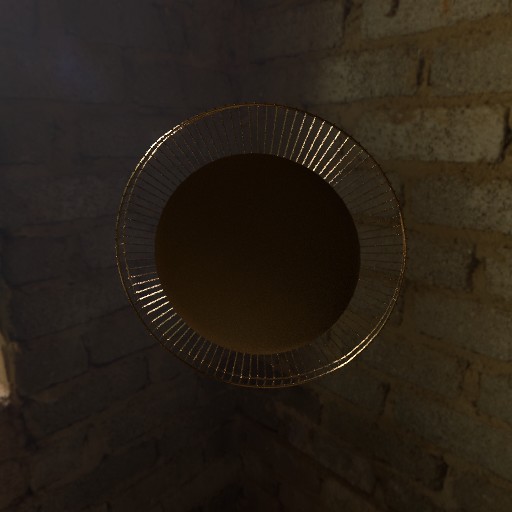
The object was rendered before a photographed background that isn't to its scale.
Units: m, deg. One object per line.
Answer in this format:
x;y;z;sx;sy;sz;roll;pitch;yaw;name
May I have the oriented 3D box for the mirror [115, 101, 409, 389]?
0.000;0.000;1.068;0.703;0.703;0.067;2;15;8;mirror
